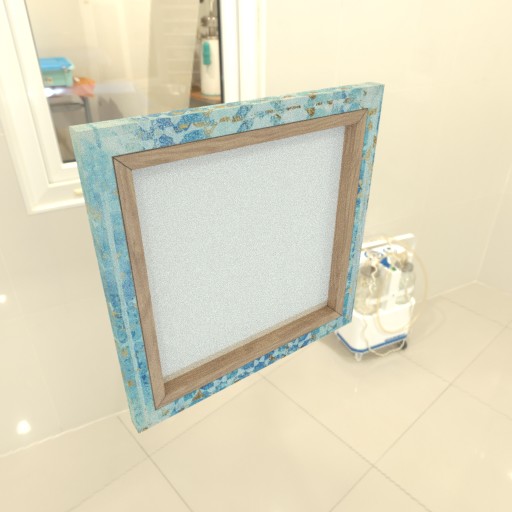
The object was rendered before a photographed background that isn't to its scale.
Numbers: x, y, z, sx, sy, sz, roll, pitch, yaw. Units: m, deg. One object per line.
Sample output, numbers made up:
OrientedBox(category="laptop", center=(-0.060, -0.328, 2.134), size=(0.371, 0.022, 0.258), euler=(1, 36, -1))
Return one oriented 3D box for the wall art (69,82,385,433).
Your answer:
OrientedBox(category="wall art", center=(0.000, 0.000, 0.906), size=(0.609, 0.609, 0.040), euler=(-20, 36, -30))
